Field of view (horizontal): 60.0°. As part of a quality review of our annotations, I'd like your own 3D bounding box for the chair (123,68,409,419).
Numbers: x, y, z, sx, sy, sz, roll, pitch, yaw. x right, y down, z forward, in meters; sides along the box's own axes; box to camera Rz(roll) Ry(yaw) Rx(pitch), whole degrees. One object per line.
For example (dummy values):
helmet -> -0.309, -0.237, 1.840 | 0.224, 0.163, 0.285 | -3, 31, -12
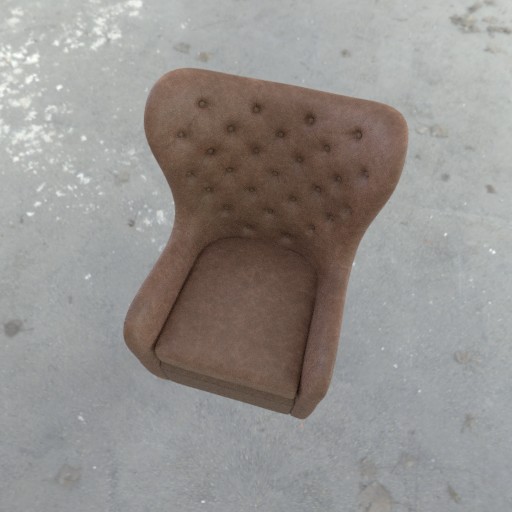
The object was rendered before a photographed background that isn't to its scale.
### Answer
chair -> 0.000, 0.000, 1.727 | 0.831, 1.079, 0.930 | 14, 62, 8
